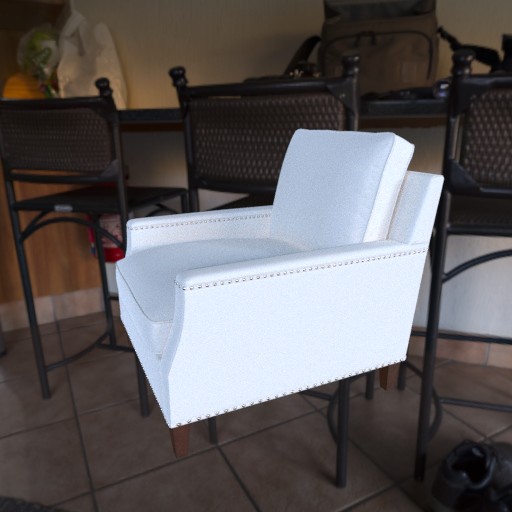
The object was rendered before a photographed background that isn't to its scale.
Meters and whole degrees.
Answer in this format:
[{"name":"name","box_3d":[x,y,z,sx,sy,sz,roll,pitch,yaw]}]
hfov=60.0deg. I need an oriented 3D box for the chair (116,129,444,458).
[{"name":"chair","box_3d":[0.000,0.000,1.737,1.014,0.943,0.853,-8,19,-24]}]
